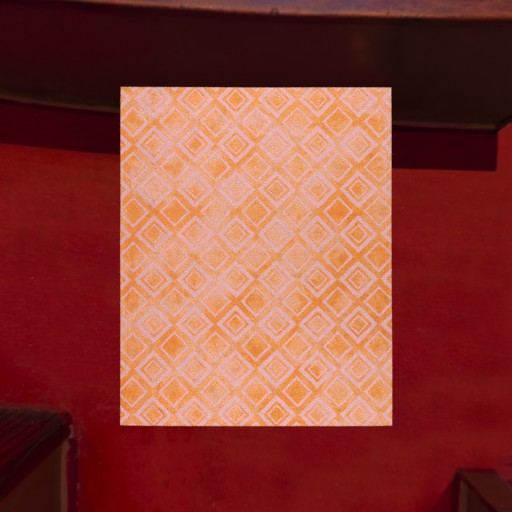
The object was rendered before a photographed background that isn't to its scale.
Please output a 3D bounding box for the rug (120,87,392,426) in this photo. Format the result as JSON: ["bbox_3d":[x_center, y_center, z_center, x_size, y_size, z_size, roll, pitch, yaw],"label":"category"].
[{"bbox_3d":[0.000,0.000,3.974,2.433,0.011,3.037,0,90,0],"label":"rug"}]
